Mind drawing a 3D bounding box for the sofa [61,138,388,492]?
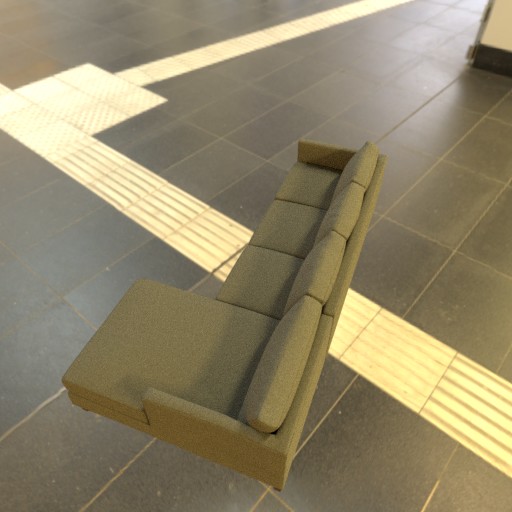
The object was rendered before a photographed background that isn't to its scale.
[{"bbox_3d":[0.000,0.000,3.805,1.625,0.861,3.186,16,47,15],"label":"sofa"}]
